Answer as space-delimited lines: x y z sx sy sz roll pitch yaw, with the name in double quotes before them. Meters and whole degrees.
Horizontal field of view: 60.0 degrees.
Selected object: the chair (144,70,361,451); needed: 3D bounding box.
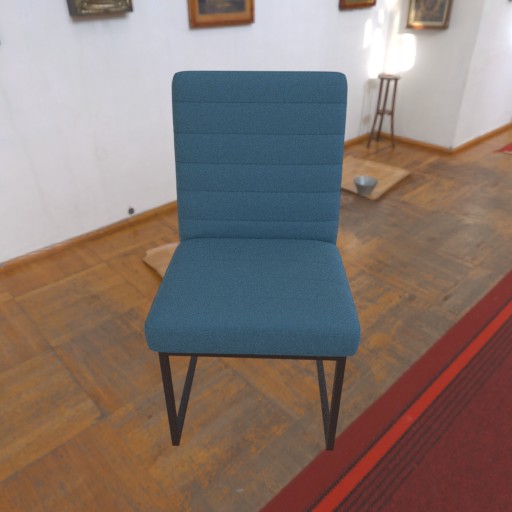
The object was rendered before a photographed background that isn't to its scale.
"chair" 0.000 0.000 1.290 0.520 0.930 0.634 1 31 2
